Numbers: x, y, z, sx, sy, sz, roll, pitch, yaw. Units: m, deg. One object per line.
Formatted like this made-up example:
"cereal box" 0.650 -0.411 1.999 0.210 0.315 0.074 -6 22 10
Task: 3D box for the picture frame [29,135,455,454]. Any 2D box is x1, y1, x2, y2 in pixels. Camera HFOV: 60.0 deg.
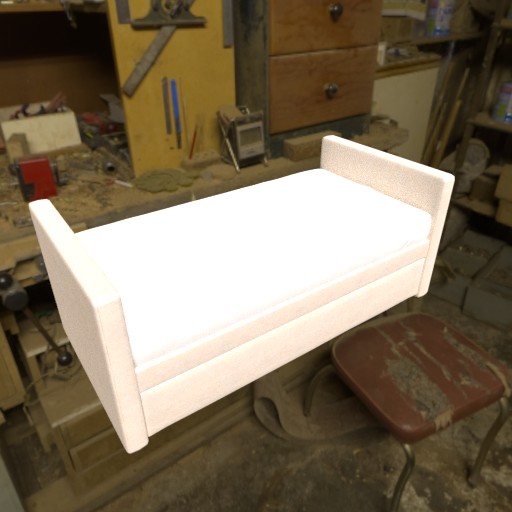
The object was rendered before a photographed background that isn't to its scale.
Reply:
"picture frame" 0.000 0.000 2.688 2.161 0.891 1.069 -20 36 -30
